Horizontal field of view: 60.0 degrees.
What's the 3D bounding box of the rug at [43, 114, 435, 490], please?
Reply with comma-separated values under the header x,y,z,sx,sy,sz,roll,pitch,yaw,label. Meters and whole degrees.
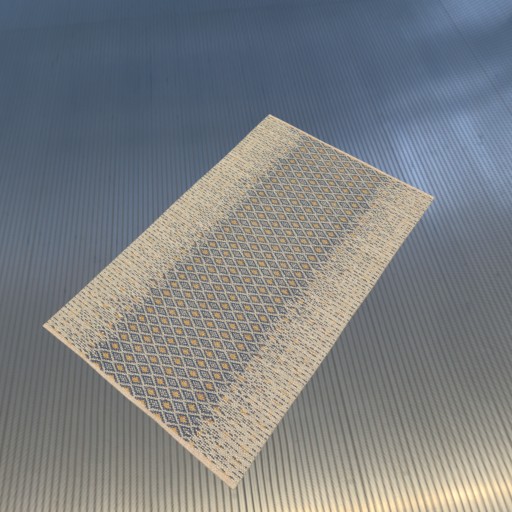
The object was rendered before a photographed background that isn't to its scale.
x,y,z,sx,sy,sz,roll,pitch,yaw,label
0.000,0.000,3.073,1.541,0.008,2.448,32,64,18,rug
